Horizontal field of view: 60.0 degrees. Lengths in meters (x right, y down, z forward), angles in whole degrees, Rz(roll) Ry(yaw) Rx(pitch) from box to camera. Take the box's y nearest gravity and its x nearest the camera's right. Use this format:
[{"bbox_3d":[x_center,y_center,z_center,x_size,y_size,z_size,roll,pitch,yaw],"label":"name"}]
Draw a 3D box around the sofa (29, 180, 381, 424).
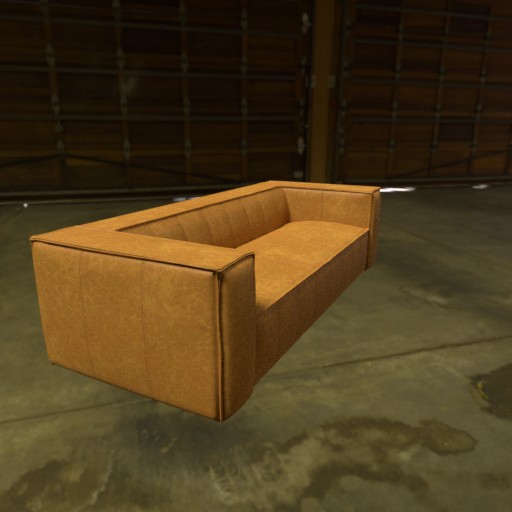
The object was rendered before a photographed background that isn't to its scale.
[{"bbox_3d":[0.000,0.000,2.963,1.102,0.701,2.581,8,18,27],"label":"sofa"}]
